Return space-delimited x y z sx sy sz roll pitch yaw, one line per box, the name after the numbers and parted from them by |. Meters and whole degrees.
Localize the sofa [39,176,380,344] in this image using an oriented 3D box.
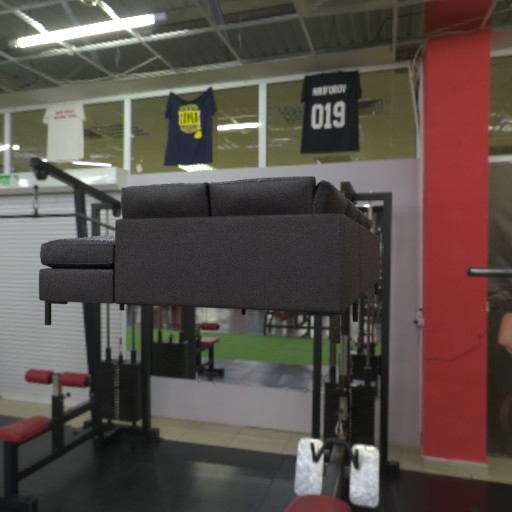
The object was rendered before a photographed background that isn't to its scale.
0.000 0.000 3.916 1.938 0.877 2.984 0 0 19 | sofa
